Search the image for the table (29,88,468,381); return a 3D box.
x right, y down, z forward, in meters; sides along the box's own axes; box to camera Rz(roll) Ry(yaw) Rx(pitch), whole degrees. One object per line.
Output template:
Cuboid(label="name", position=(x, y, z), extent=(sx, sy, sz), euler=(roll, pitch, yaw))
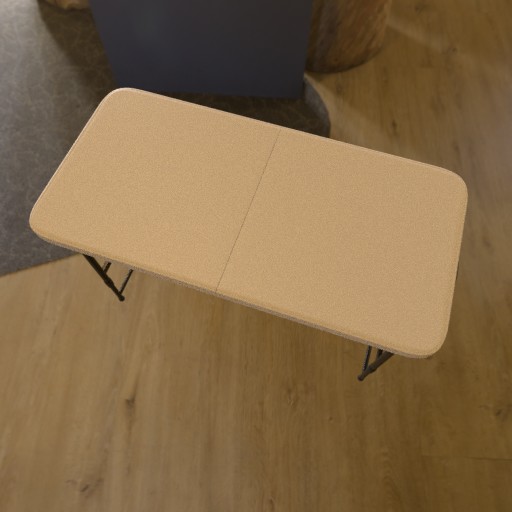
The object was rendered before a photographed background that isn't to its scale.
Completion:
Cuboid(label="table", position=(0.000, 0.000, 1.650), extent=(1.245, 0.737, 0.611), euler=(17, 66, 8))
